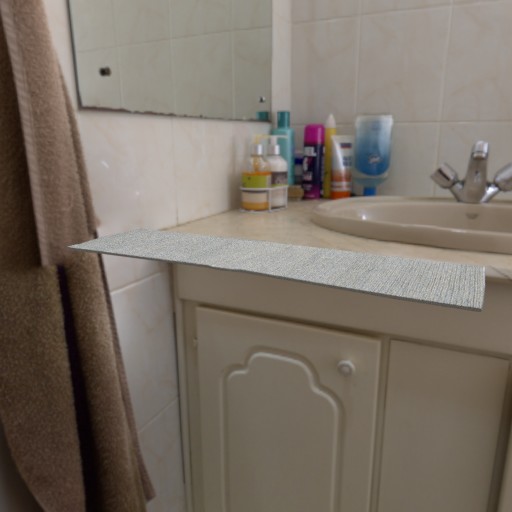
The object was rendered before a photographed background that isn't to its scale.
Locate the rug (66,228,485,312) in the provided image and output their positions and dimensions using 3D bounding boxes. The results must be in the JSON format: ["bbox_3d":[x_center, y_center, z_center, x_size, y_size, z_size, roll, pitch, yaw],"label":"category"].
[{"bbox_3d":[0.000,0.000,2.532,2.341,0.037,0.675,7,16,27],"label":"rug"}]
